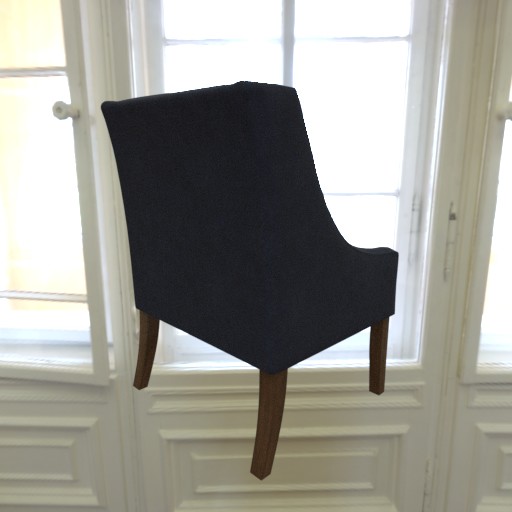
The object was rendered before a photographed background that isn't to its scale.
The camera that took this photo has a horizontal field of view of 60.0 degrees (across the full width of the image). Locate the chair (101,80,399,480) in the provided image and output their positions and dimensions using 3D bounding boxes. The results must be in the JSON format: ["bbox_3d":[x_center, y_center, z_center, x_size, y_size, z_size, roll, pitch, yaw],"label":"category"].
[{"bbox_3d":[0.000,0.000,1.333,0.629,0.895,0.629,-13,19,-43],"label":"chair"}]
